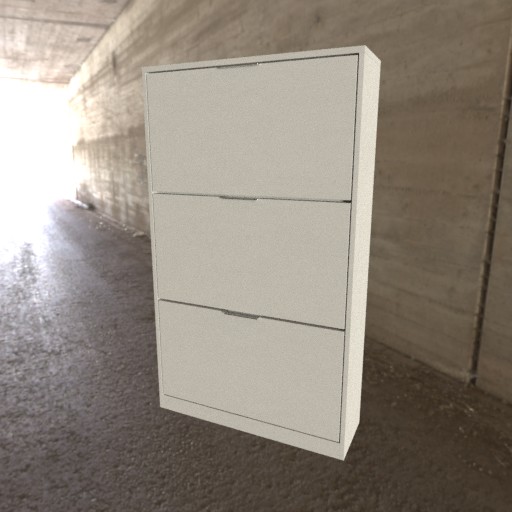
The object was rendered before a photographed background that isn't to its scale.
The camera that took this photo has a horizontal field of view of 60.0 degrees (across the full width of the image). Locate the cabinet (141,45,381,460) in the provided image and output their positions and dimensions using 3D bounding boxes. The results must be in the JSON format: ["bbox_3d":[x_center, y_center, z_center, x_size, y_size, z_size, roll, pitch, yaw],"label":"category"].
[{"bbox_3d":[0.000,0.000,1.584,0.750,1.280,0.250,6,15,24],"label":"cabinet"}]
